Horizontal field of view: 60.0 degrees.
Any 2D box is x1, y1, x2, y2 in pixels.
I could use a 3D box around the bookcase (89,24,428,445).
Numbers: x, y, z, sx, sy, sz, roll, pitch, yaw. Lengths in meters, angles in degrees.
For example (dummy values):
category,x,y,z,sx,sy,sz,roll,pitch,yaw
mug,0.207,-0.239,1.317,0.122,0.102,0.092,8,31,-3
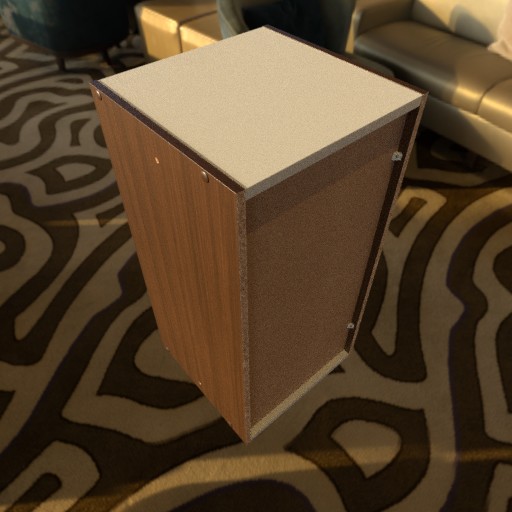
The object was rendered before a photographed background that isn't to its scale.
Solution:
category,x,y,z,sx,sy,sz,roll,pitch,yaw
bookcase,0.000,0.000,0.758,0.300,0.600,0.290,-32,54,-27
